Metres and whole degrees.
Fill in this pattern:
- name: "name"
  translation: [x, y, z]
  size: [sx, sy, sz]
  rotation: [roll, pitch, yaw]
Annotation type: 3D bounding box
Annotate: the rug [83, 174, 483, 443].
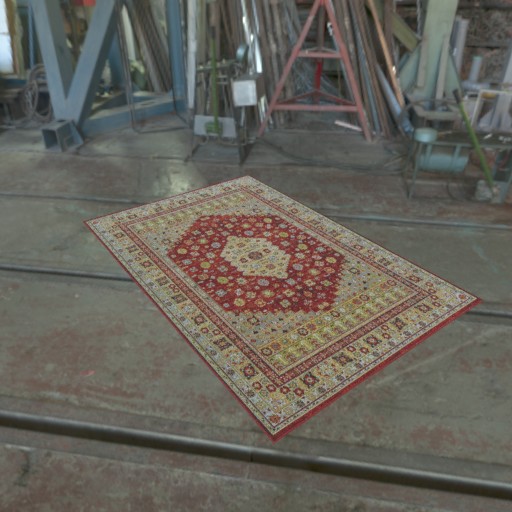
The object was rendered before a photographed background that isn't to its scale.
- name: "rug"
  translation: [0.000, 0.000, 2.288]
  size: [1.194, 0.013, 1.802]
  rotation: [-22, 39, -30]
